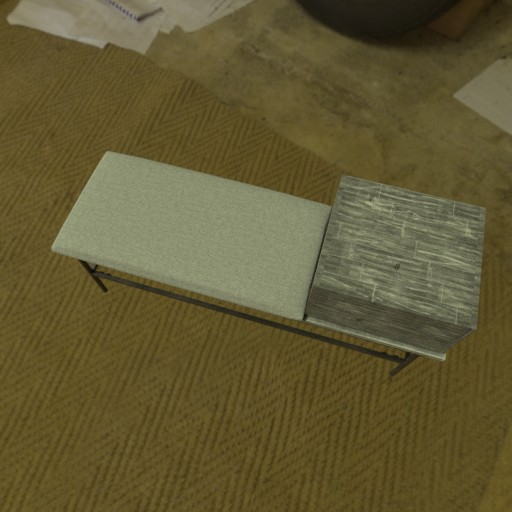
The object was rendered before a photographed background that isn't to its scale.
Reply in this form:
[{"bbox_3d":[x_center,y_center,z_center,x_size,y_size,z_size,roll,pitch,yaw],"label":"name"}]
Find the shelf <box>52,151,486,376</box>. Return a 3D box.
[{"bbox_3d":[0.000,0.000,1.611,1.342,0.633,0.457,15,64,7],"label":"shelf"}]
